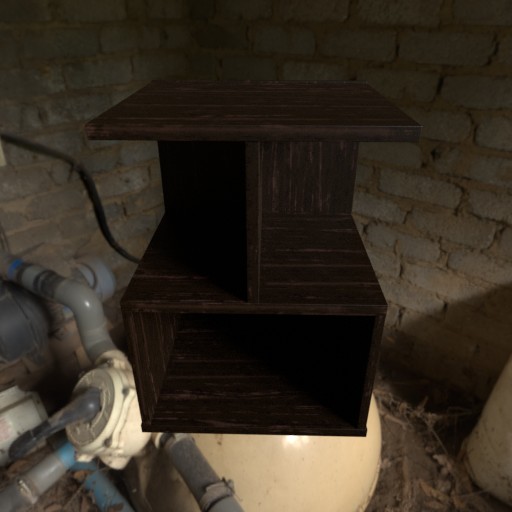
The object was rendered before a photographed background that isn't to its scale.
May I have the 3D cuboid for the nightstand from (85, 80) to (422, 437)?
[{"bbox_3d":[0.000,0.000,0.815,0.400,0.559,0.356,1,29,1],"label":"nightstand"}]
